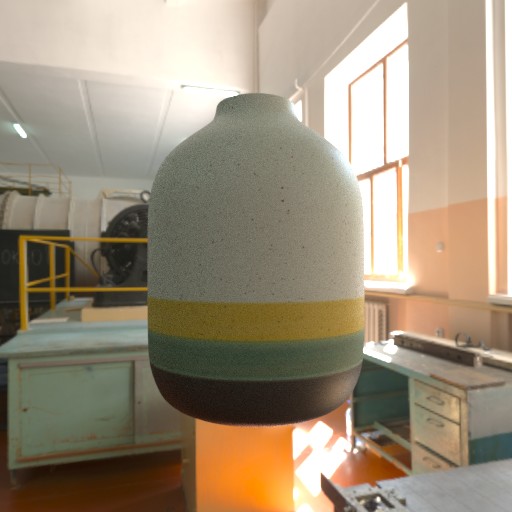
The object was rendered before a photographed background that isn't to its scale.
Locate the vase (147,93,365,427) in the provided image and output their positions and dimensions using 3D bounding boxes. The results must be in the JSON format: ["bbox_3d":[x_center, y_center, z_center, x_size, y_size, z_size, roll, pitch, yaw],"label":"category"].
[{"bbox_3d":[0.000,0.000,0.356,0.169,0.240,0.169,0,-1,0],"label":"vase"}]
